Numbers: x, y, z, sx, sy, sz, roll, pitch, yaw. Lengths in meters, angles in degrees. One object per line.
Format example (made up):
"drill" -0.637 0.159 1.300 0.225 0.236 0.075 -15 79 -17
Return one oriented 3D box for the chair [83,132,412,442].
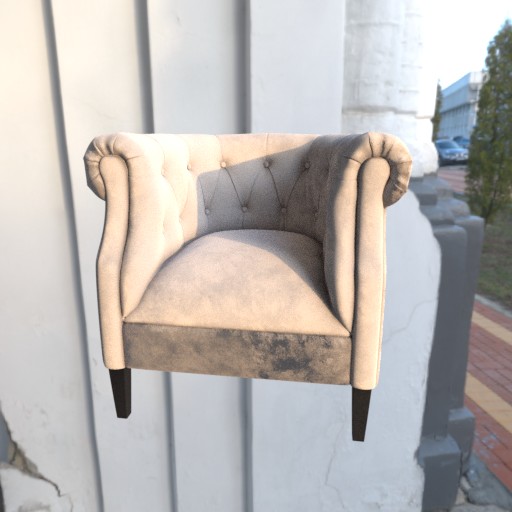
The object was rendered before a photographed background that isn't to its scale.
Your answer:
"chair" 0.000 0.000 1.536 0.904 0.826 0.851 2 15 8
